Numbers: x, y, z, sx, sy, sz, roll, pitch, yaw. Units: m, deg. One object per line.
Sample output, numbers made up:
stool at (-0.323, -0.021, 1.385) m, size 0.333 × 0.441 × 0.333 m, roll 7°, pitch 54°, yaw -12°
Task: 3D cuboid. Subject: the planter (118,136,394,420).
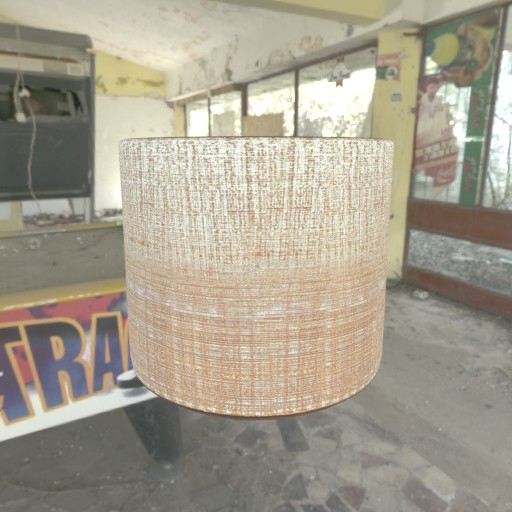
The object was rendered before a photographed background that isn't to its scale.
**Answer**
planter at (0.000, 0.000, 0.190) m, size 0.109 × 0.096 × 0.109 m, roll 0°, pitch 13°, yaw 0°
